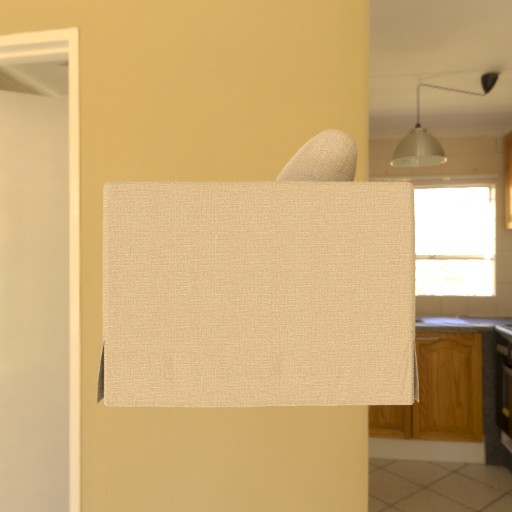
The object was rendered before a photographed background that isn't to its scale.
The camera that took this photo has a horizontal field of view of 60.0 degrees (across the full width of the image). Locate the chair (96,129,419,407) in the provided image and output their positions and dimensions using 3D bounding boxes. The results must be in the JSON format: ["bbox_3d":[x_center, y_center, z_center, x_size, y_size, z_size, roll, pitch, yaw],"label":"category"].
[{"bbox_3d":[0.000,0.000,1.853,0.957,0.878,1.150,0,0,-1],"label":"chair"}]
